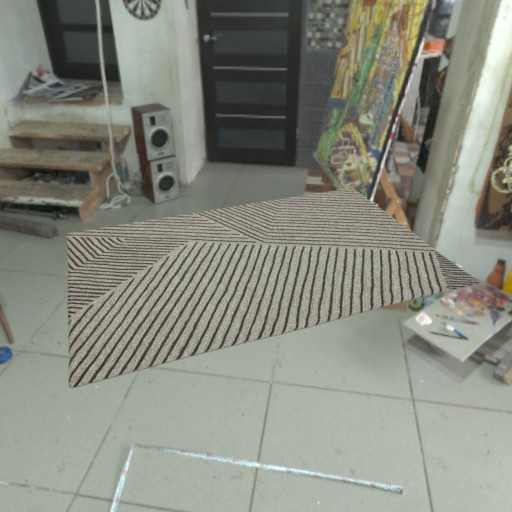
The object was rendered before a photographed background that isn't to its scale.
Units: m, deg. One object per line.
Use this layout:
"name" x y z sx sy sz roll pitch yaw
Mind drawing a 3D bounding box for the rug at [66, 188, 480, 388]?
"rug" 0.000 0.000 3.001 2.406 0.023 1.539 -11 34 -17
